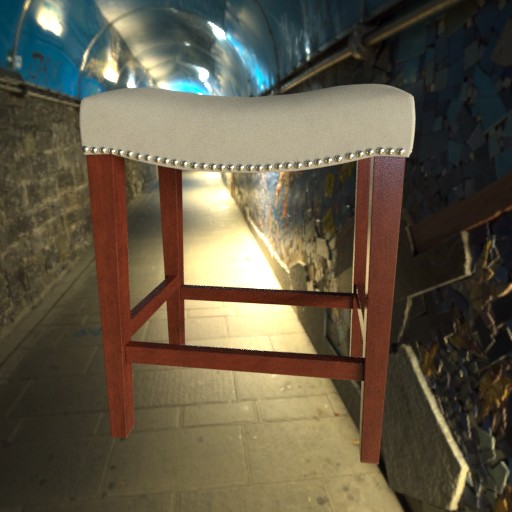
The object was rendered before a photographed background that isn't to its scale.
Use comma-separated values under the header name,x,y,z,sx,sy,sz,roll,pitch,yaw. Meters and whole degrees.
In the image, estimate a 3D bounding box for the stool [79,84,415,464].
name,x,y,z,sx,sy,sz,roll,pitch,yaw
stool,0.000,0.000,0.891,0.509,0.632,0.375,2,16,8
